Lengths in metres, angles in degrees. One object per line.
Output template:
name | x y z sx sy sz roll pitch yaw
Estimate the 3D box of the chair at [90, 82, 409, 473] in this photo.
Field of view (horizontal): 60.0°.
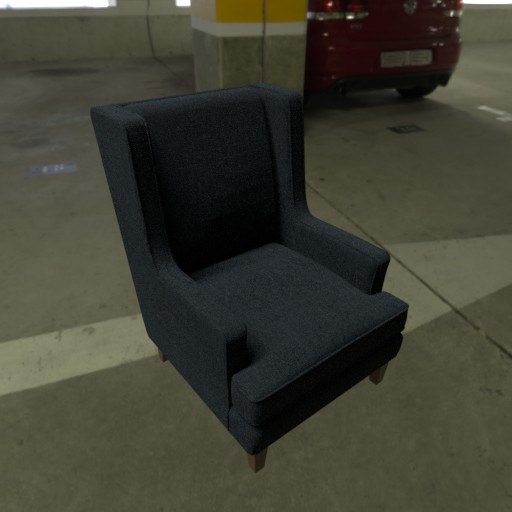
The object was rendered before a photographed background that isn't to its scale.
chair | 0.000 0.000 1.703 0.764 1.072 0.947 -22 38 -32
